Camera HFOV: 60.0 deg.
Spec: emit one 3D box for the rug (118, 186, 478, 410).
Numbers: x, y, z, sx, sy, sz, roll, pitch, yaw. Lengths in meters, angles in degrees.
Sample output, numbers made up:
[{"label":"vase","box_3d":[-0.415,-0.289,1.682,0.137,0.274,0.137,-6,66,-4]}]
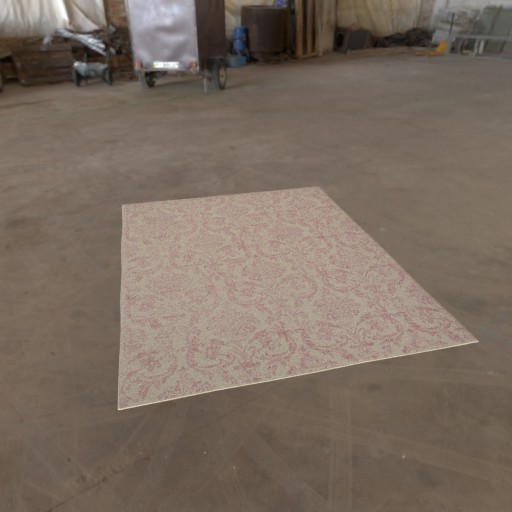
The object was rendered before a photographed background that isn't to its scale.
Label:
[{"label":"rug","box_3d":[0.000,0.000,4.002,2.363,0.012,2.980,-7,31,-12]}]
